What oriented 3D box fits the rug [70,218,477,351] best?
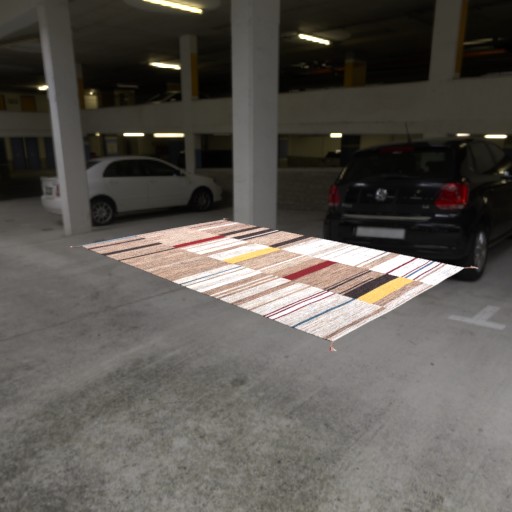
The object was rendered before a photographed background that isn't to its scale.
[{"bbox_3d":[0.000,0.000,2.438,1.918,0.007,1.268,15,21,42],"label":"rug"}]
